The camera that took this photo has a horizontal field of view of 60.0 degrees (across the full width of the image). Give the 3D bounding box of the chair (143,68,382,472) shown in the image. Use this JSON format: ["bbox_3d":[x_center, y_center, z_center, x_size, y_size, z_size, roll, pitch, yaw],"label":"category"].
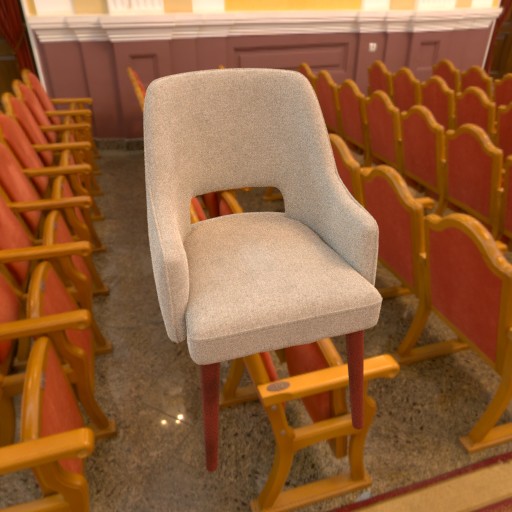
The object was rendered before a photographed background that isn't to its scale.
[{"bbox_3d":[0.000,0.000,1.192,0.548,0.849,0.605,-9,33,-15],"label":"chair"}]
